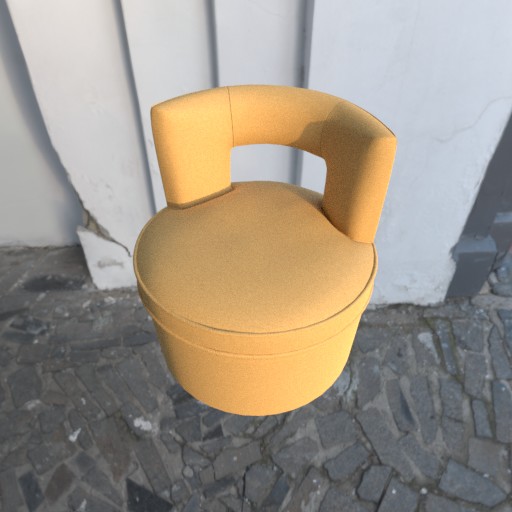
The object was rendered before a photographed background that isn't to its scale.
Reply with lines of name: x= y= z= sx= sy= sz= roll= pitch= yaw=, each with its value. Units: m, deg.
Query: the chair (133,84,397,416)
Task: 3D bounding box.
chair: x=0.000 y=0.000 z=1.231 sx=0.650 sy=0.723 sz=0.665 roll=11 pitch=43 yaw=12
